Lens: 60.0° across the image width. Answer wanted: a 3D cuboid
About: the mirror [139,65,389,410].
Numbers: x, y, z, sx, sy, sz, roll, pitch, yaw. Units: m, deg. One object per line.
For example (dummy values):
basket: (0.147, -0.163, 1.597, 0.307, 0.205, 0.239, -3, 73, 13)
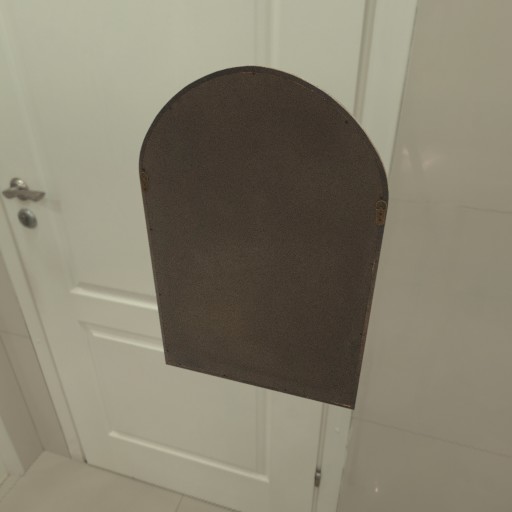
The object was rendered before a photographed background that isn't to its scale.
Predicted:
mirror: (0.000, 0.000, 1.147, 0.609, 0.915, 0.032, 9, 32, 15)
